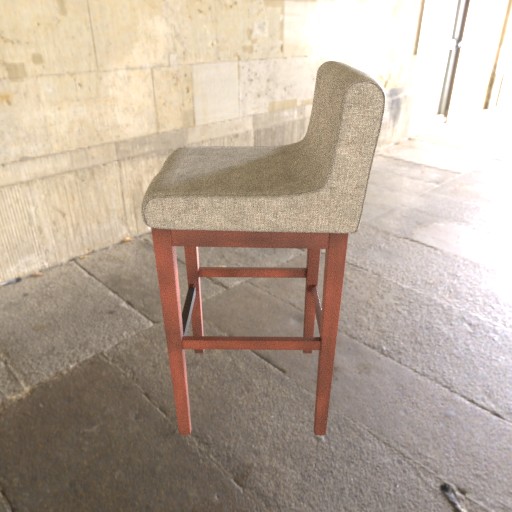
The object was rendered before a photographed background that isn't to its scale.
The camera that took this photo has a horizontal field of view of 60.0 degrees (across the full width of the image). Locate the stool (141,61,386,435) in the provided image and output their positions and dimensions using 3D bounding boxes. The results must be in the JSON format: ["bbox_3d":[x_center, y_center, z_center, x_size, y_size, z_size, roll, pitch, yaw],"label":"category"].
[{"bbox_3d":[0.000,0.000,1.218,0.499,0.965,0.426,0,28,0],"label":"stool"}]
